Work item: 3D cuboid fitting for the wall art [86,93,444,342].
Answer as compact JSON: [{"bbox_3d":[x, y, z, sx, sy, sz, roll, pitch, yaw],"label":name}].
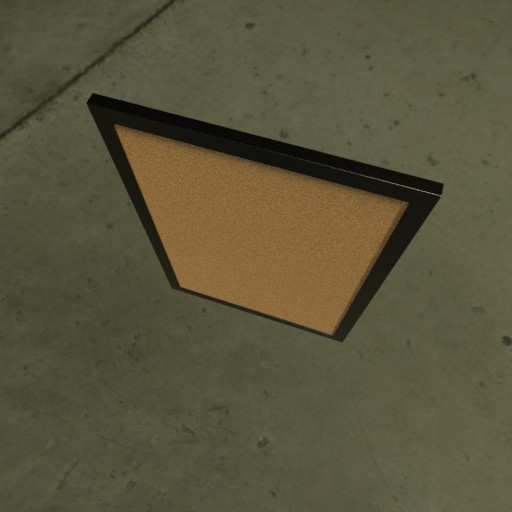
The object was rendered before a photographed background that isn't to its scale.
[{"bbox_3d":[0.000,0.000,0.557,0.304,0.432,0.013,17,65,8],"label":"wall art"}]
